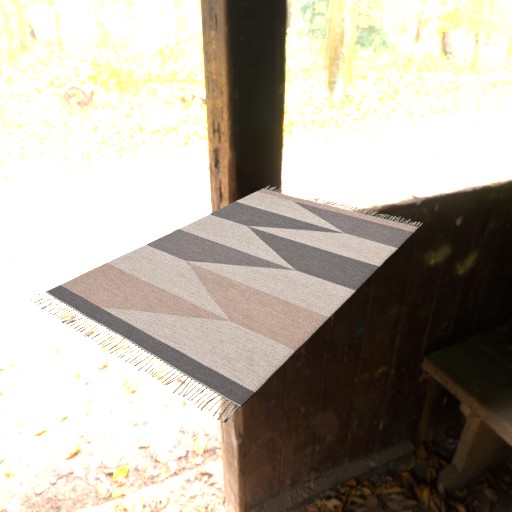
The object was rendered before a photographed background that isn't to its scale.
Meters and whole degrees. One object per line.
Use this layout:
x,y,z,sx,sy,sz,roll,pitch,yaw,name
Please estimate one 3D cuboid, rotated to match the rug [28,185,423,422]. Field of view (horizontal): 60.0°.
0.000,0.000,2.490,1.224,0.027,2.021,19,34,32,rug
